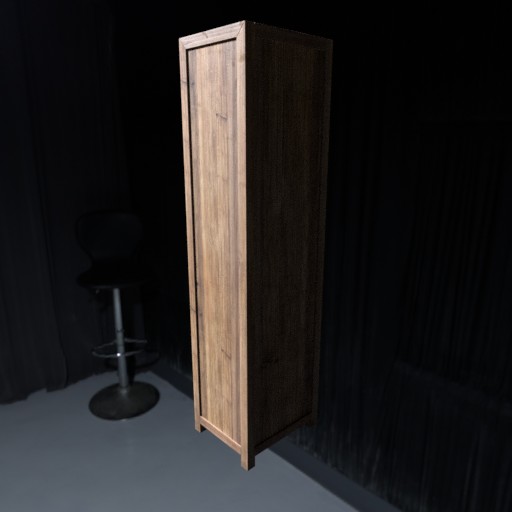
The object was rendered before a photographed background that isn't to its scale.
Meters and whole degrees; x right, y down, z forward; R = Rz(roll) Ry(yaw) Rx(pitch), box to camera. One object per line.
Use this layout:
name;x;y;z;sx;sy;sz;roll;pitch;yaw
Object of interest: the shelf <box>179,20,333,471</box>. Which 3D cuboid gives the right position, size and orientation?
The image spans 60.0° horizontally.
shelf;0.000;0.000;2.127;0.500;1.900;0.428;-14;21;-41
